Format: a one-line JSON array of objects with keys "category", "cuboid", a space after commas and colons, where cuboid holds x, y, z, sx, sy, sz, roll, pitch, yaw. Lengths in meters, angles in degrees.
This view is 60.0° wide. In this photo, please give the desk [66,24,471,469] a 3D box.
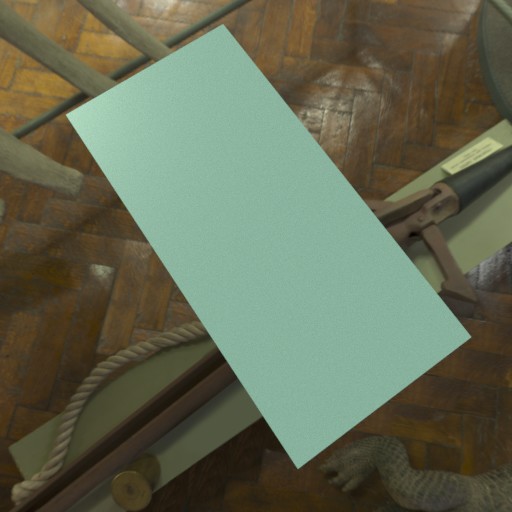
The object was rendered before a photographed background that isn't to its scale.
[{"category": "desk", "cuboid": [0.000, 0.000, 1.491, 0.509, 0.780, 1.059, -34, 79, -8]}]
